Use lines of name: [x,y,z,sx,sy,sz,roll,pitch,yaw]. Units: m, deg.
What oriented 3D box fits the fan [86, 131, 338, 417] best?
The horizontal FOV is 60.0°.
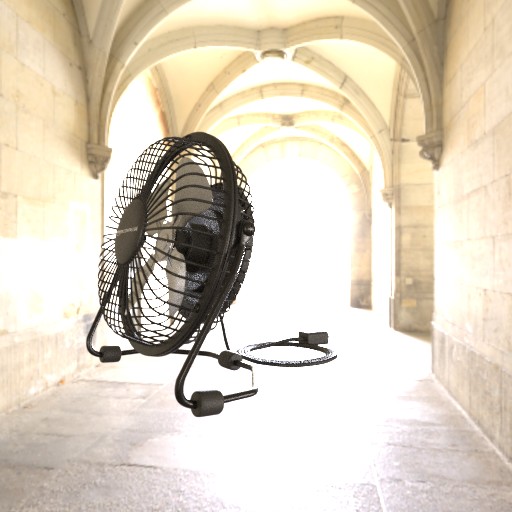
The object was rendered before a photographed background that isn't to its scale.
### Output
fan: [0.000,0.000,0.311,0.202,0.152,0.153,0,0,-37]
